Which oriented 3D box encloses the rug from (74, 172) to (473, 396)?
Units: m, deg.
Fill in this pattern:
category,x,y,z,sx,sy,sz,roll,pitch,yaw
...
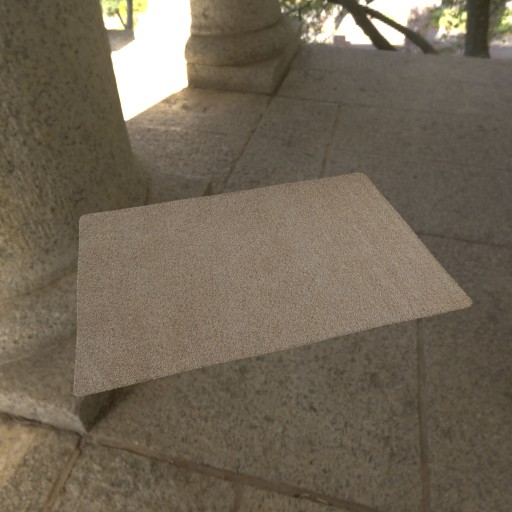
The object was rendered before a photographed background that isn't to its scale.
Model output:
category,x,y,z,sx,sy,sz,roll,pitch,yaw
rug,0.000,0.000,3.493,2.700,0.024,1.801,-10,44,-11
